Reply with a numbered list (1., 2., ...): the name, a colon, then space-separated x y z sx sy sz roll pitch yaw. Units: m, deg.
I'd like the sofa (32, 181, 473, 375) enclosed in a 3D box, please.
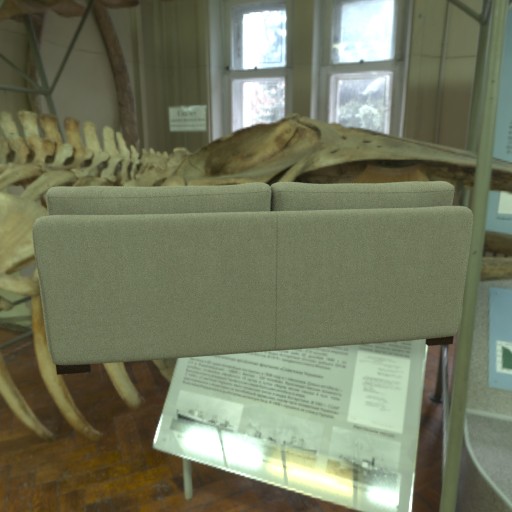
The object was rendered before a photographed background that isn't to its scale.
1. sofa: 0.000 0.000 2.823 2.354 0.980 0.962 -2 14 -9
